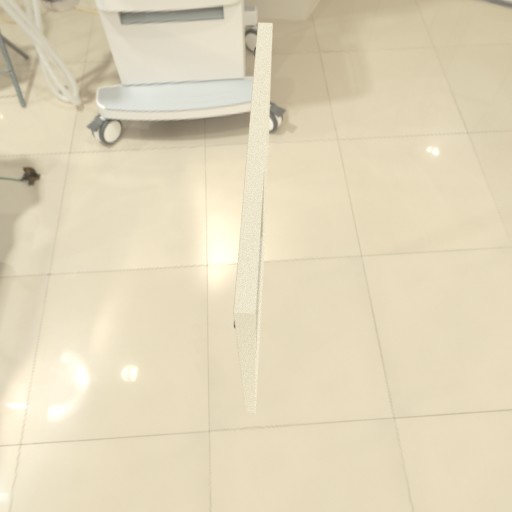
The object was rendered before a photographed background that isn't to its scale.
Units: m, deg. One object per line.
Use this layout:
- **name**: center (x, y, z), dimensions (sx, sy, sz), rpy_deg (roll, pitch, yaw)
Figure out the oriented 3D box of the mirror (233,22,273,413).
- **mirror**: center (0.000, 0.000, 1.361), dimensions (0.041, 1.016, 0.762), rpy_deg (3, 62, 2)
